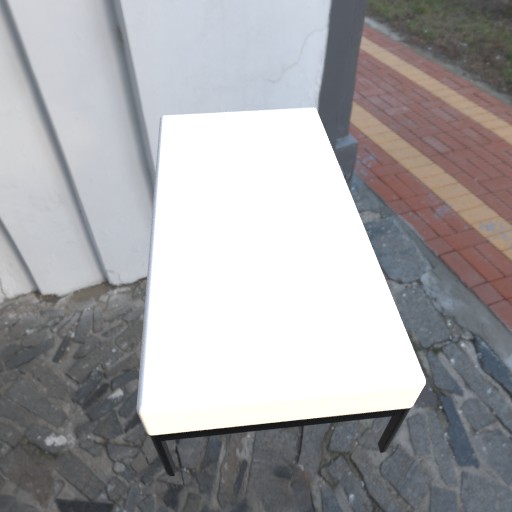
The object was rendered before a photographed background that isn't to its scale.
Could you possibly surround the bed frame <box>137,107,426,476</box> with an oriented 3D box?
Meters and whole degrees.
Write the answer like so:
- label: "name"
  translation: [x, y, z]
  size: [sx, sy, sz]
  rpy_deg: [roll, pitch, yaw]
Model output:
- label: "bed frame"
  translation: [0.000, 0.000, 2.395]
  size: [1.023, 0.659, 1.950]
  rpy_deg: [-4, 47, -4]
